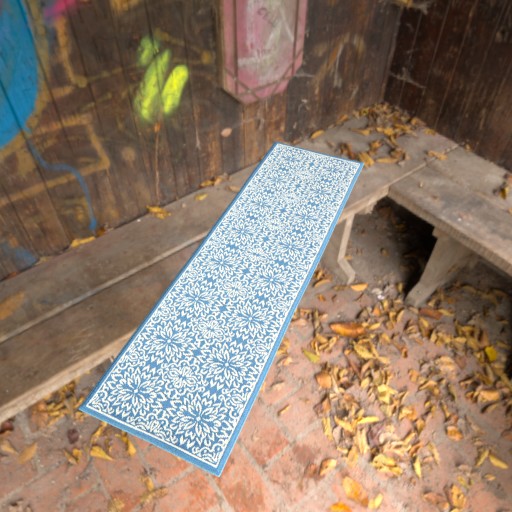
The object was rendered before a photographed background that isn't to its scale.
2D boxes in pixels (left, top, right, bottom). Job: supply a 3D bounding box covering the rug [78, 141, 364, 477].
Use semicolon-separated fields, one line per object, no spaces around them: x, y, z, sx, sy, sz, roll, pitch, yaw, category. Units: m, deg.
0.000;0.000;2.445;0.662;0.011;2.196;18;49;16;rug
